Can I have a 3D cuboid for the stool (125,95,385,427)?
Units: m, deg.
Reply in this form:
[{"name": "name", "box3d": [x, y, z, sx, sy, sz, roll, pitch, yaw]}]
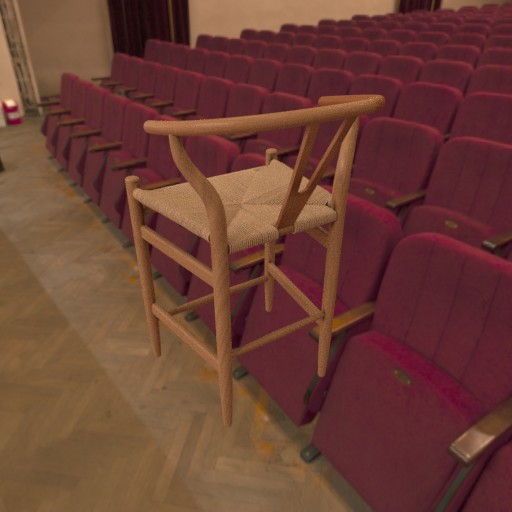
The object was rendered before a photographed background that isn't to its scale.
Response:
[{"name": "stool", "box3d": [0.000, 0.000, 1.265, 0.536, 0.923, 0.575, -18, 35, -29]}]
